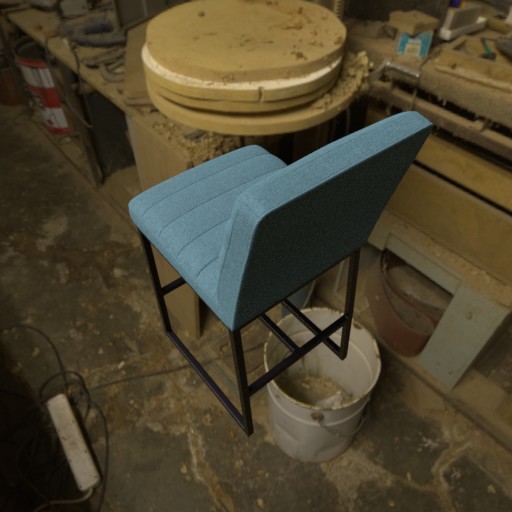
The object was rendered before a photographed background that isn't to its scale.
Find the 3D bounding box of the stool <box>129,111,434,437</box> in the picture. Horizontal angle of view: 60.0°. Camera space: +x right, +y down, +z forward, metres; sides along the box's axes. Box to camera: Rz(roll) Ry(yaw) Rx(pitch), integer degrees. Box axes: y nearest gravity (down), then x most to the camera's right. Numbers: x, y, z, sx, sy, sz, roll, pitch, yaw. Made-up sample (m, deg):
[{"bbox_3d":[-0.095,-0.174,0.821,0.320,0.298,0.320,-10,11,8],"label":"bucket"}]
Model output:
[{"bbox_3d":[0.000,0.000,1.236,0.460,0.940,0.560,-31,53,-26],"label":"stool"}]
